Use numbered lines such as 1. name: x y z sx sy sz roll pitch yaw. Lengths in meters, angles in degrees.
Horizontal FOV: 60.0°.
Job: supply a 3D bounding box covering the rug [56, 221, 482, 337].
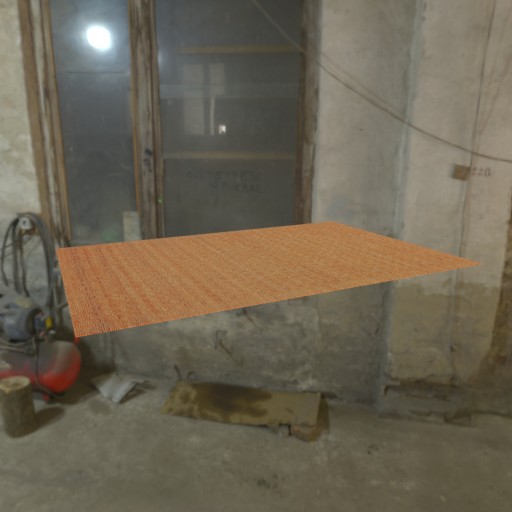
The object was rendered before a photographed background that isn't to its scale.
1. rug: 0.000 0.000 2.843 2.285 0.006 1.524 -7 17 -25
